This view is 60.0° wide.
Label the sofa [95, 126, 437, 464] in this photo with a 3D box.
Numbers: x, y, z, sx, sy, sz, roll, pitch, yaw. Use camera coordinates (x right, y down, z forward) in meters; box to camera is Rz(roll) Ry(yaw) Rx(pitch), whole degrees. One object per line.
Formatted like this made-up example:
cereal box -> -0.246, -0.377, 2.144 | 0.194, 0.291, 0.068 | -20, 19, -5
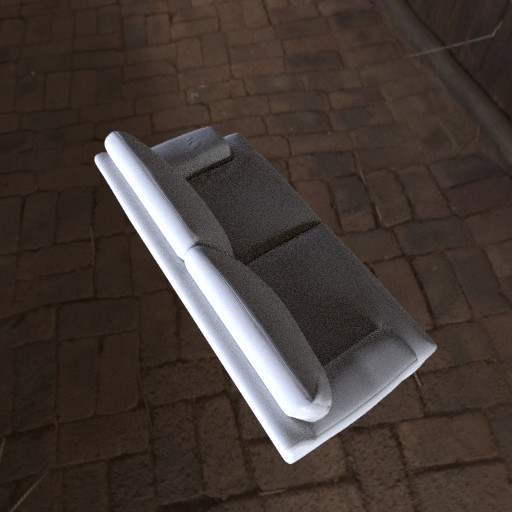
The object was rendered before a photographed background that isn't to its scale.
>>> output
sofa -> 0.000, 0.000, 2.850 | 1.143, 0.940, 2.261 | -29, 62, -17
